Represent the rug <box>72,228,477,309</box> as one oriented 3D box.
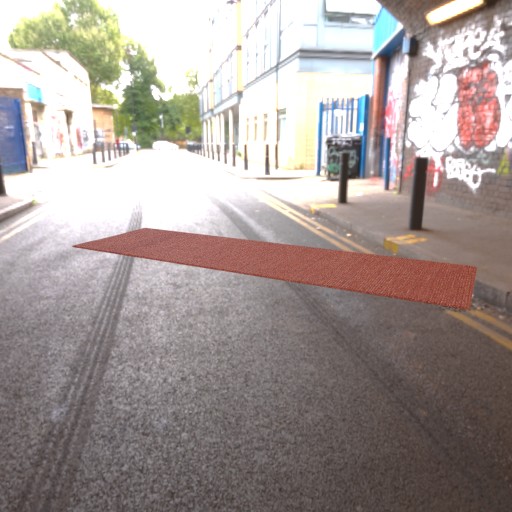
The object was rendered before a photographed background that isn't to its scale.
[{"bbox_3d":[0.000,0.000,2.595,2.307,0.012,0.687,8,17,27],"label":"rug"}]
